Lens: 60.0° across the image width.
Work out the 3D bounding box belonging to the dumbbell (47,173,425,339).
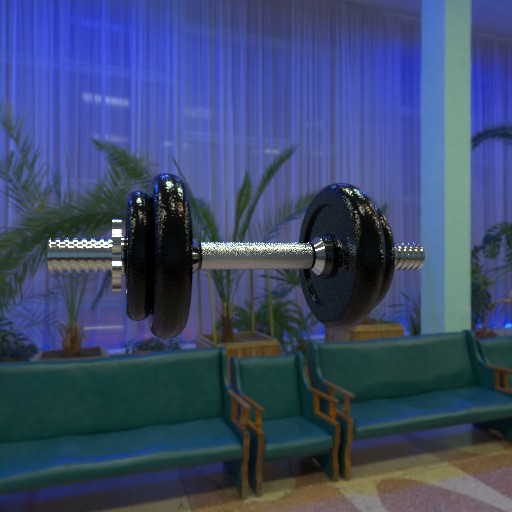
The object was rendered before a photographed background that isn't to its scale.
[{"bbox_3d":[0.000,0.000,0.583,0.497,0.202,0.202,0,0,-17],"label":"dumbbell"}]
